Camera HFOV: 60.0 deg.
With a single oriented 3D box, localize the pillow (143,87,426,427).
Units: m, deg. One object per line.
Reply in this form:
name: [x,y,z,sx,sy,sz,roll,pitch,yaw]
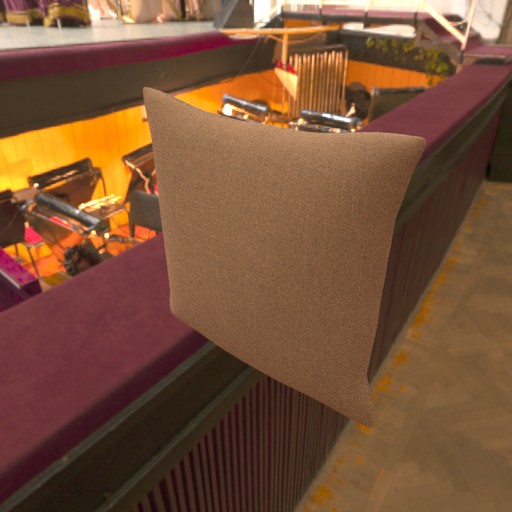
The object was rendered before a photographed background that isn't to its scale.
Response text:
pillow: [0.000,0.000,0.773,0.512,0.506,0.178,23,38,33]
